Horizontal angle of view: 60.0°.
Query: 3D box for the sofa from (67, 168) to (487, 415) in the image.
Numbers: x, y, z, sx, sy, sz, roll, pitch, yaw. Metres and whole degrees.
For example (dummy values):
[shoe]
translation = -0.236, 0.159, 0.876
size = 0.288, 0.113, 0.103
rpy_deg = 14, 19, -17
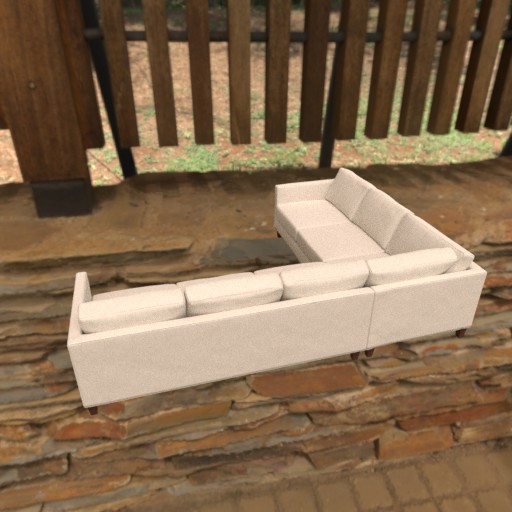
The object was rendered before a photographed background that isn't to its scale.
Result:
[sofa]
translation = 0.000, 0.000, 4.282
size = 3.182, 0.863, 2.432
rpy_deg = -8, 30, -14
